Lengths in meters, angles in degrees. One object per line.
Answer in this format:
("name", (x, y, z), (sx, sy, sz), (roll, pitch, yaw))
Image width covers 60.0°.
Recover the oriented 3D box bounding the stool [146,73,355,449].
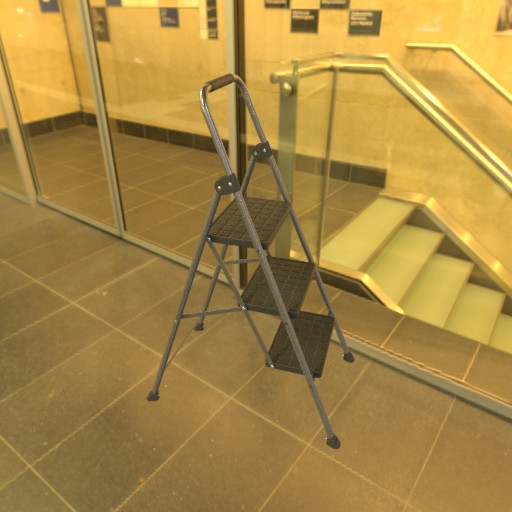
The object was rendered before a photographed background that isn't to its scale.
("stool", (0.000, 0.000, 1.497), (0.733, 1.121, 0.473), (9, 31, 15))
